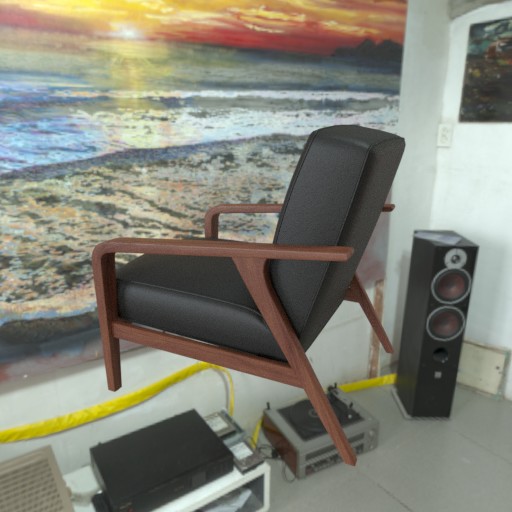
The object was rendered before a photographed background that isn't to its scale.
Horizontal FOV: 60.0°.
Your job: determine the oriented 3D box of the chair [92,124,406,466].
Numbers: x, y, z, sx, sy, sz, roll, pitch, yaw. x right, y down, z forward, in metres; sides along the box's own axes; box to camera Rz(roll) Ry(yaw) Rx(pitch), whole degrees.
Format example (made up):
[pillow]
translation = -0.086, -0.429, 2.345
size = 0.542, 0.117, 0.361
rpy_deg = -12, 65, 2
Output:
[chair]
translation = 0.000, 0.000, 1.515
size = 0.889, 0.861, 0.719
rpy_deg = 8, 18, 24
